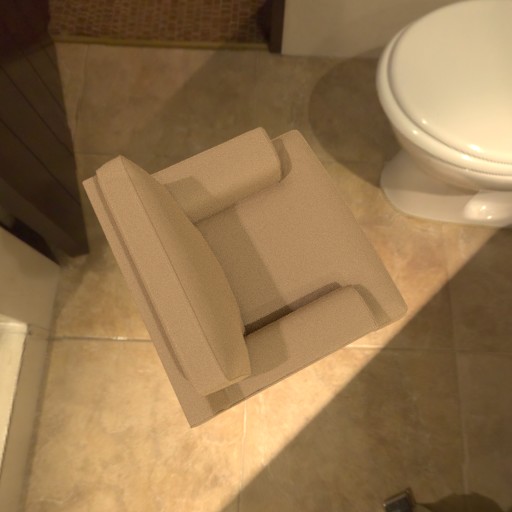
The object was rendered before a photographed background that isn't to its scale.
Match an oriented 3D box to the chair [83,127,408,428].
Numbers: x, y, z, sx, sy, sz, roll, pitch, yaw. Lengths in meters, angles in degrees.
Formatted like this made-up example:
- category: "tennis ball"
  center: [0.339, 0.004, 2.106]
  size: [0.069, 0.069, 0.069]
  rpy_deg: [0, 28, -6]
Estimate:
- category: "chair"
  center: [0.000, 0.000, 2.154]
  size: [1.274, 1.005, 1.293]
  rpy_deg: [-34, 76, -9]
